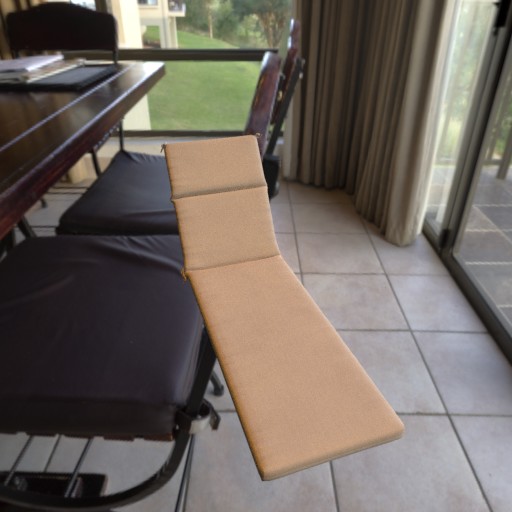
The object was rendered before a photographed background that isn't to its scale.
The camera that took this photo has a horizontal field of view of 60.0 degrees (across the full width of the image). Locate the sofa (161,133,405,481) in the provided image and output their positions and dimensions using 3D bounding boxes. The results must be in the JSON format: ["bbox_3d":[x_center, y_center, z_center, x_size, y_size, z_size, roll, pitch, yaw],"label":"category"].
[{"bbox_3d":[0.000,0.000,1.957,0.582,0.622,1.663,-10,33,-16],"label":"sofa"}]
